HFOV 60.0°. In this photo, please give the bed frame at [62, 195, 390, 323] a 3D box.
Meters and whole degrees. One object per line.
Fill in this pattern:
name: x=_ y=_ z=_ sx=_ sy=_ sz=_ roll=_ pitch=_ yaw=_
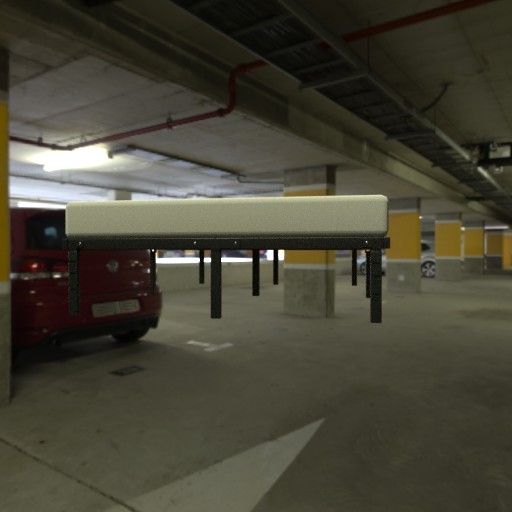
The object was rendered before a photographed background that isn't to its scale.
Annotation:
bed frame: x=0.000 y=0.000 z=3.776 sx=2.205 sy=0.680 sz=2.842 roll=0 pitch=1 yaw=17
